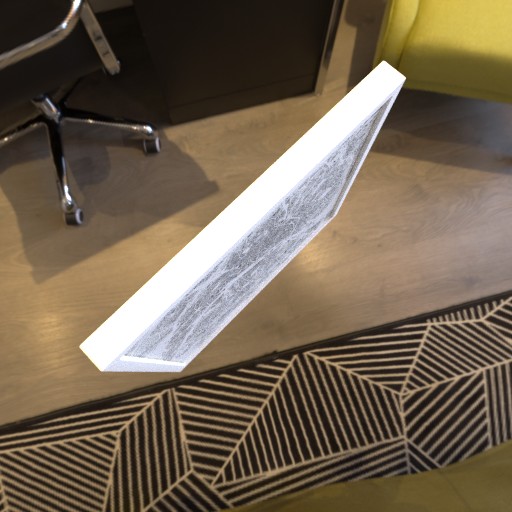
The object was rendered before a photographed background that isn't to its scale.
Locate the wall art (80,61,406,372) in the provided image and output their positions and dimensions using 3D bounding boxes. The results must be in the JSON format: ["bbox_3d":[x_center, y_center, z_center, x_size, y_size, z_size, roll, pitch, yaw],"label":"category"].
[{"bbox_3d":[0.000,0.000,0.765,0.038,0.508,0.508,44,79,10],"label":"wall art"}]
